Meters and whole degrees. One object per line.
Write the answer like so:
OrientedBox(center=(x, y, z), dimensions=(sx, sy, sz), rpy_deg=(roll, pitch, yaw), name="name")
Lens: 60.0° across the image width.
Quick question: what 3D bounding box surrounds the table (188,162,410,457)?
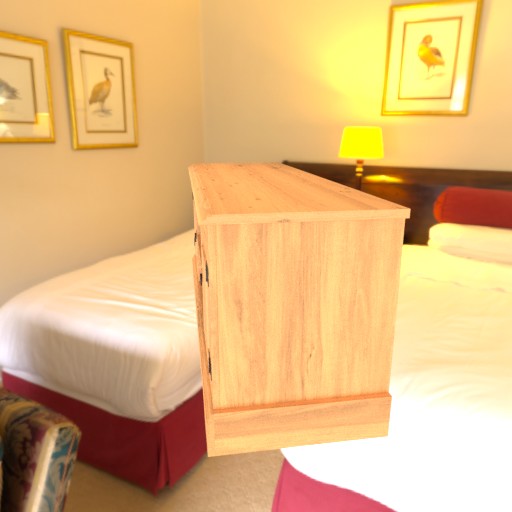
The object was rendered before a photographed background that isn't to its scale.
OrientedBox(center=(0.000, 0.000, 1.451), dimensions=(0.400, 0.510, 1.200), rpy_deg=(-3, 16, -9), name="table")
